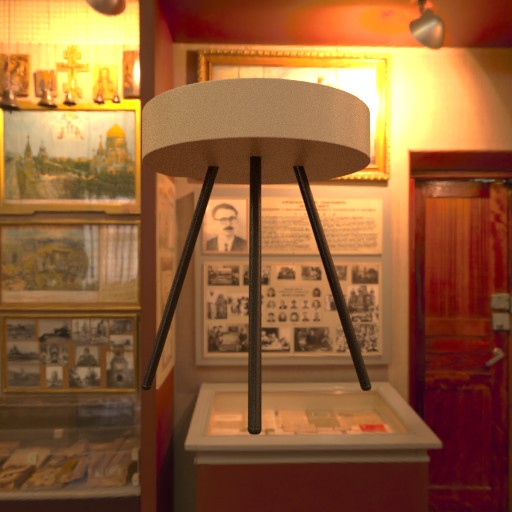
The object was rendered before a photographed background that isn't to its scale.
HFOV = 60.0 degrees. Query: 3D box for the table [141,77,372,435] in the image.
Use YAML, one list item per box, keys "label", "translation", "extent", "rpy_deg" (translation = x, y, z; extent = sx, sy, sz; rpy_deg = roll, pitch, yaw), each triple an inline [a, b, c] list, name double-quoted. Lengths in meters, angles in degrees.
- label: "table"
  translation: [0.000, 0.000, 0.867]
  extent: [0.450, 0.525, 0.450]
  rpy_deg: [0, 0, 0]
